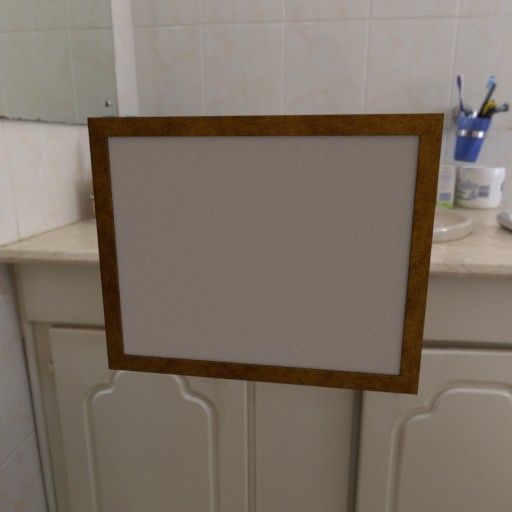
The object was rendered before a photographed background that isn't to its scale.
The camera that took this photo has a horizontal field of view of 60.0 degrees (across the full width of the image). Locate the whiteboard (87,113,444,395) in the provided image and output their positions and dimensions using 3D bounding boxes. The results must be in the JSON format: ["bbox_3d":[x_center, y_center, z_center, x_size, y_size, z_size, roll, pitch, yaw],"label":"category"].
[{"bbox_3d":[0.000,0.000,0.757,0.561,0.457,0.029,2,14,9],"label":"whiteboard"}]
